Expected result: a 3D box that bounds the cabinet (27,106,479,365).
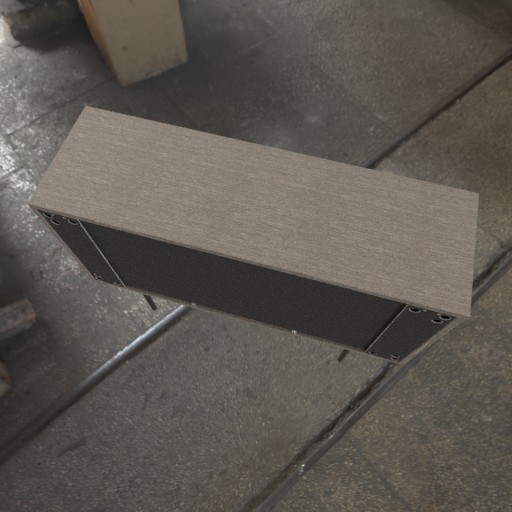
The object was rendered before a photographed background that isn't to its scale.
[{"bbox_3d":[0.000,0.000,1.584,1.194,0.787,0.405,14,65,7],"label":"cabinet"}]
